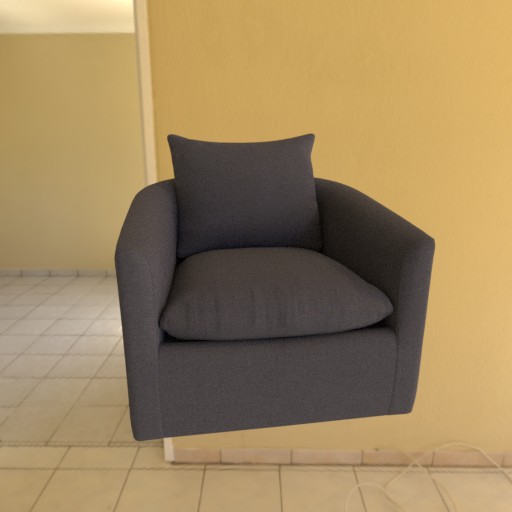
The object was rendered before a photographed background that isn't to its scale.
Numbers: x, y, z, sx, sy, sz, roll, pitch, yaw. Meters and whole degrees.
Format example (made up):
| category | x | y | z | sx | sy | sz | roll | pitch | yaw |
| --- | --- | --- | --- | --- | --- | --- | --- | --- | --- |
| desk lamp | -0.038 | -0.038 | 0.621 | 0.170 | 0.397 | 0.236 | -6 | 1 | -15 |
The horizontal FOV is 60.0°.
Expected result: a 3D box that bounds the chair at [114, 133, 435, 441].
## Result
| category | x | y | z | sx | sy | sz | roll | pitch | yaw |
| --- | --- | --- | --- | --- | --- | --- | --- | --- | --- |
| chair | 0.000 | 0.000 | 1.574 | 0.845 | 0.848 | 0.910 | -2 | 15 | -9 |
